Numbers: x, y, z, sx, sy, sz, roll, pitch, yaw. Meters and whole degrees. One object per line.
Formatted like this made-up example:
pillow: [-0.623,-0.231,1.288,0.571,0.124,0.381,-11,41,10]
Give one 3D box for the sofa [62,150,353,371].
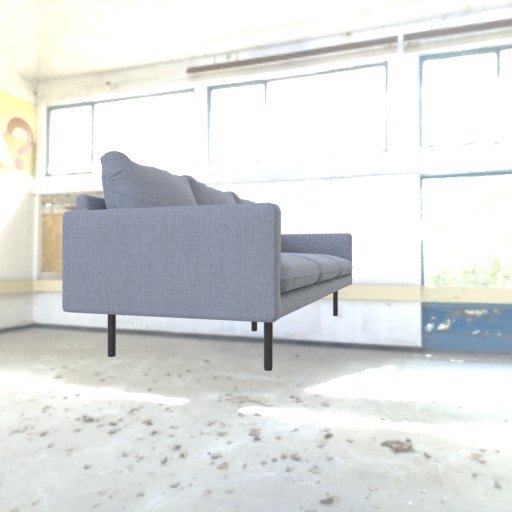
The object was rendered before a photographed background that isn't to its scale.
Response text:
sofa: [0.000,0.000,2.449,0.850,0.830,2.000,0,0,19]
